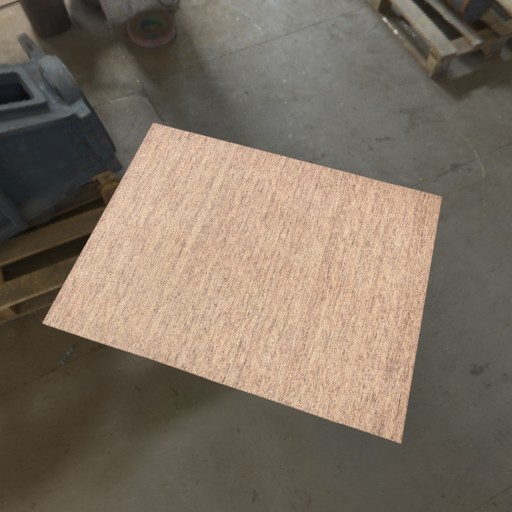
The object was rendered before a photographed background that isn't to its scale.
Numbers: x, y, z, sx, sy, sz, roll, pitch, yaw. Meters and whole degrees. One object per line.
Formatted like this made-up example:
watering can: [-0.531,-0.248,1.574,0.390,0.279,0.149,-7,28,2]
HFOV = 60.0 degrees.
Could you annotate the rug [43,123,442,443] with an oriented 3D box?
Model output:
rug: [0.000,0.000,4.234,3.205,0.013,2.448,16,65,8]
